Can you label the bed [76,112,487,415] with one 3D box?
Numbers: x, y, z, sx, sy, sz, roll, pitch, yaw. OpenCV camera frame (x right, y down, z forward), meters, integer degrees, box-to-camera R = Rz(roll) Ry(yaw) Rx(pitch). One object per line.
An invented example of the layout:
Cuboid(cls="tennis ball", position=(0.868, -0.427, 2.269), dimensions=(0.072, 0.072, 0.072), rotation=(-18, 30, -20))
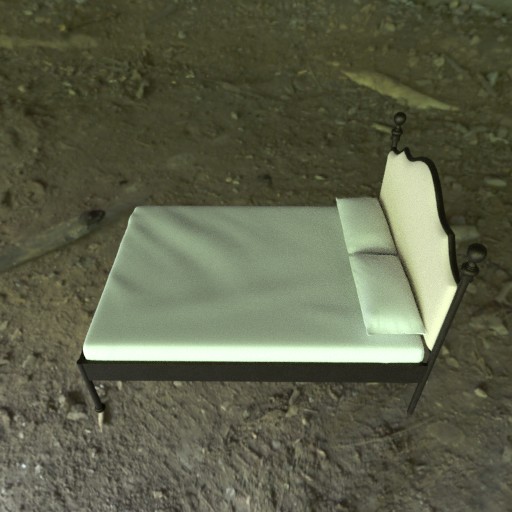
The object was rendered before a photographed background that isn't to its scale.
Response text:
Cuboid(cls="bed", position=(0.000, 0.000, 3.175), dimensions=(2.224, 1.499, 1.642), rotation=(0, 41, 0))
